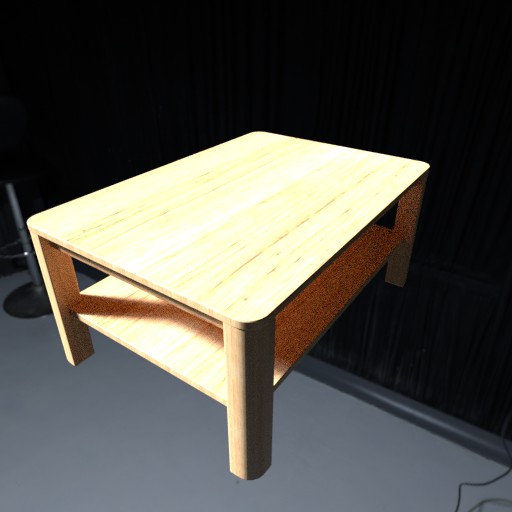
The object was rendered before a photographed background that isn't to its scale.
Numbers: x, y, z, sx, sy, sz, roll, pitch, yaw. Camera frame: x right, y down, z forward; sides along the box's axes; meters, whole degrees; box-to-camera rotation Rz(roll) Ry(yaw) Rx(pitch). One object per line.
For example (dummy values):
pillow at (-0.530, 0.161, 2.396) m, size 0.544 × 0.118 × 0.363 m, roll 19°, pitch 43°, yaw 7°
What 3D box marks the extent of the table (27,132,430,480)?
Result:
table at (0.000, 0.000, 1.363) m, size 0.696 × 0.445 × 0.997 m, roll 20°, pitch 36°, yaw 30°
